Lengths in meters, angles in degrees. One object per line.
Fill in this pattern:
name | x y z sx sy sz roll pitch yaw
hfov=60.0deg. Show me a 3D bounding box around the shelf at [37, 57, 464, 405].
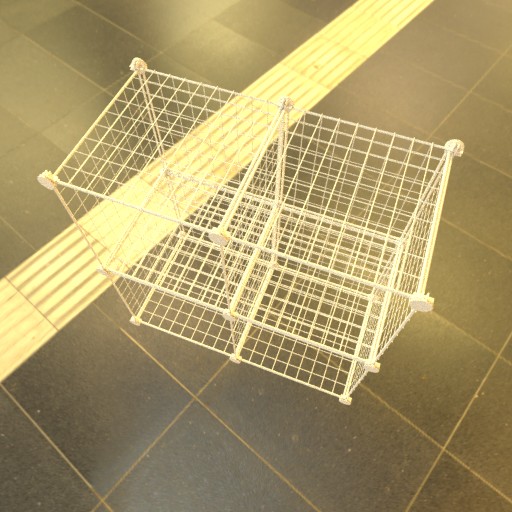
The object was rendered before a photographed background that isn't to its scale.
shelf | 0.000 0.000 1.117 0.711 0.711 0.356 18 61 10
